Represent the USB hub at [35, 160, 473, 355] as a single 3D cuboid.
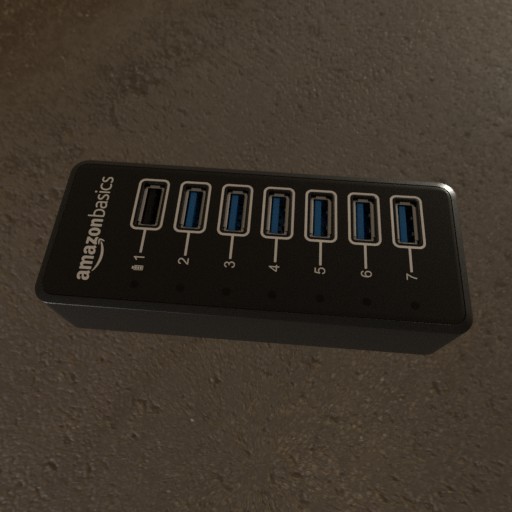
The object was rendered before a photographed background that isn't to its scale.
[{"bbox_3d":[0.000,0.000,0.128,0.110,0.023,0.044,4,65,2],"label":"USB hub"}]
